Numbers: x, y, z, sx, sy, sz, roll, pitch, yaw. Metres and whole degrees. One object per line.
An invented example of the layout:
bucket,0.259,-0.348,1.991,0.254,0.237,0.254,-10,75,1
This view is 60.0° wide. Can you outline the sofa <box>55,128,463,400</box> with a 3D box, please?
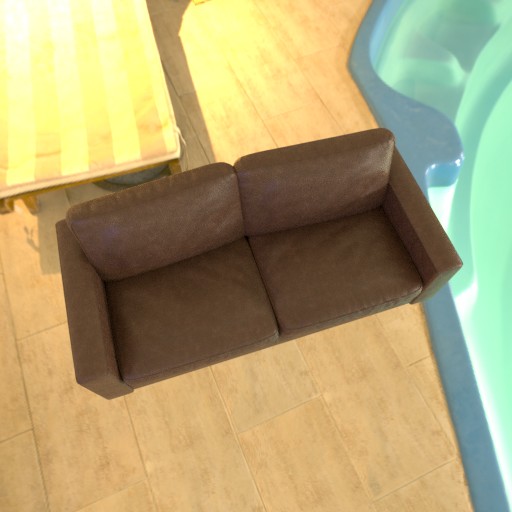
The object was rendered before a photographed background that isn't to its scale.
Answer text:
sofa,0.000,0.000,2.653,2.179,0.873,1.016,-16,65,-8
